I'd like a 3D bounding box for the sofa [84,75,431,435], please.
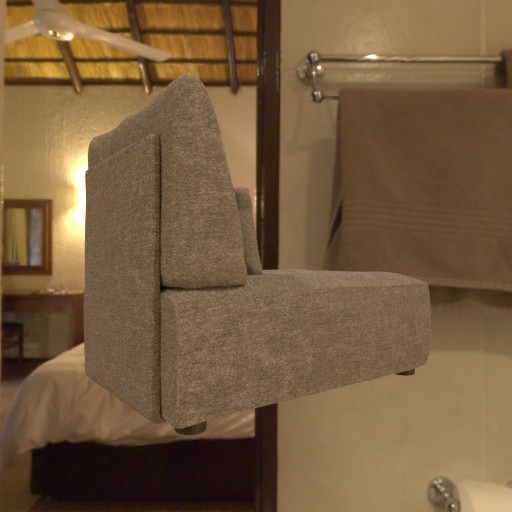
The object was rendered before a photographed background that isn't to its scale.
[{"bbox_3d":[0.000,0.000,1.526,1.000,0.820,0.700,0,-1,-37],"label":"sofa"}]
